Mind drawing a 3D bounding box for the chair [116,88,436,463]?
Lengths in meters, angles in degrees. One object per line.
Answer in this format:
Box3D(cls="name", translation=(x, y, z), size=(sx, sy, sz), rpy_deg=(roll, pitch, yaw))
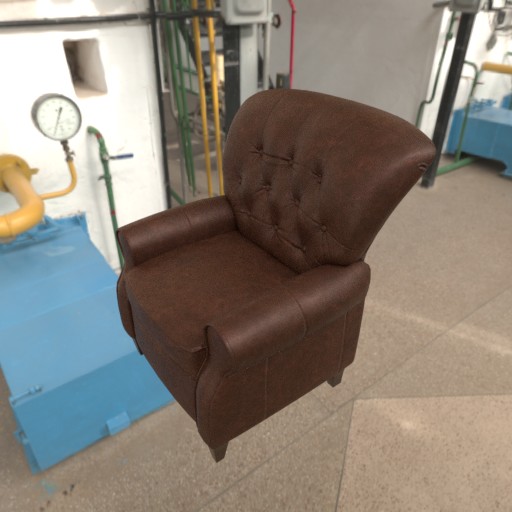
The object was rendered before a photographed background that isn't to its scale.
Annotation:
Box3D(cls="chair", translation=(0.000, 0.000, 1.854), size=(1.031, 1.162, 0.979), rpy_deg=(-22, 38, -30))
